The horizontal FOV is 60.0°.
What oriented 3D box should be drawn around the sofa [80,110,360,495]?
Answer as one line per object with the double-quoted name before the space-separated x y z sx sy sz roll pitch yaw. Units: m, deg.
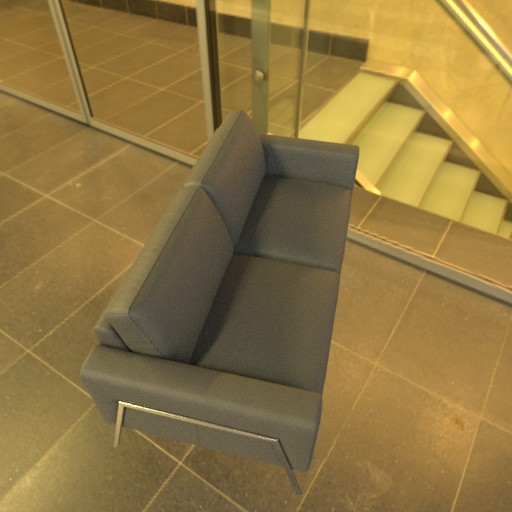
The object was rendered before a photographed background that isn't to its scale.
"sofa" 0.000 0.000 2.458 0.953 0.875 2.017 10 45 10
